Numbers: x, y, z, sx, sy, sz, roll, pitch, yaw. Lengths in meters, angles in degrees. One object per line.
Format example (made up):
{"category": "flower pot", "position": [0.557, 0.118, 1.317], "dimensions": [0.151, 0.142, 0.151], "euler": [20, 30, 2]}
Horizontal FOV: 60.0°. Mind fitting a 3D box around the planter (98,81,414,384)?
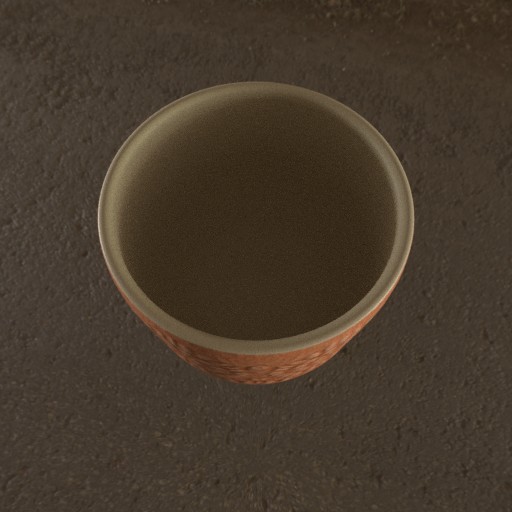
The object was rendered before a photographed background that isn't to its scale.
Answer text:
{"category": "planter", "position": [0.000, 0.000, 0.221], "dimensions": [0.124, 0.109, 0.124], "euler": [0, 65, 0]}
